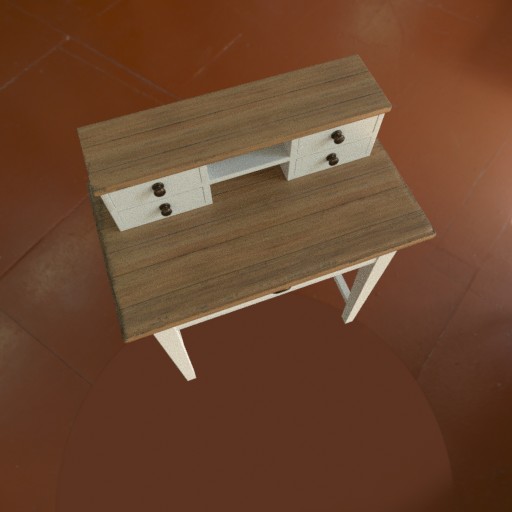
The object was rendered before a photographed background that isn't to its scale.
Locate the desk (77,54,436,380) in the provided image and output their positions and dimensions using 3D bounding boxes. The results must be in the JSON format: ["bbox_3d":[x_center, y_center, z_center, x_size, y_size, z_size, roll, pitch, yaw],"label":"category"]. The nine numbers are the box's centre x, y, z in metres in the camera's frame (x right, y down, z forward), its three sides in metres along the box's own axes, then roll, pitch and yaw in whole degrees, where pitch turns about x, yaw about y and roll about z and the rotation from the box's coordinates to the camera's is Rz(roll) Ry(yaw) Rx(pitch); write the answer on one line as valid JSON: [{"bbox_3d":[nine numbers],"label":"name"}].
[{"bbox_3d":[0.000,0.000,1.425,0.814,0.981,0.462,-18,65,-9],"label":"desk"}]
